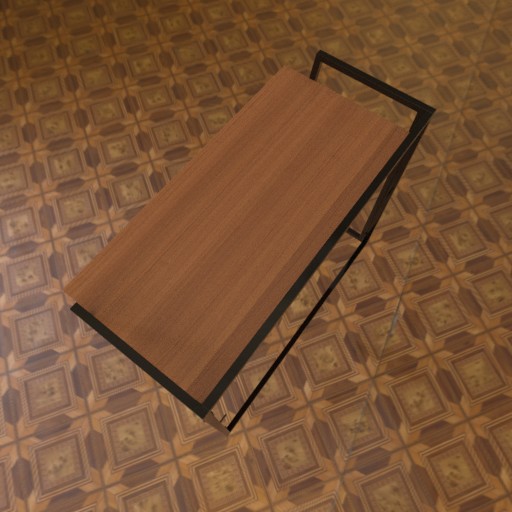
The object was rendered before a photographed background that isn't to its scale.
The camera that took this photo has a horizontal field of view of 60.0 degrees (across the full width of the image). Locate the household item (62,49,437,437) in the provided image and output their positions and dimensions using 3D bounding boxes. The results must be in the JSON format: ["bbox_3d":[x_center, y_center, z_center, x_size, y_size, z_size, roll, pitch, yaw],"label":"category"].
[{"bbox_3d":[0.000,0.000,1.548,0.510,0.860,1.050,34,70,14],"label":"household item"}]
